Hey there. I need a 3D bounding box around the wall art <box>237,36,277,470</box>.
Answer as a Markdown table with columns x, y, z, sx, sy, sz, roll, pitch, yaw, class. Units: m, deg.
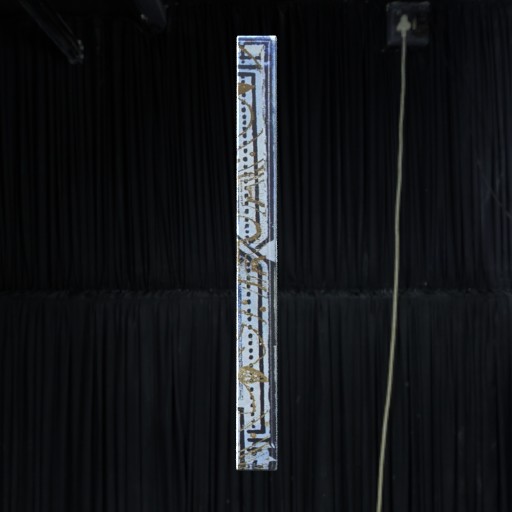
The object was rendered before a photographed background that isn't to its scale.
| x | y | z | sx | sy | sz | roll | pitch | yaw | class |
| --- | --- | --- | --- | --- | --- | --- | --- | --- | --- |
| 0.000 | 0.000 | 0.623 | 0.038 | 0.410 | 0.411 | 0 | -1 | 0 | wall art |
